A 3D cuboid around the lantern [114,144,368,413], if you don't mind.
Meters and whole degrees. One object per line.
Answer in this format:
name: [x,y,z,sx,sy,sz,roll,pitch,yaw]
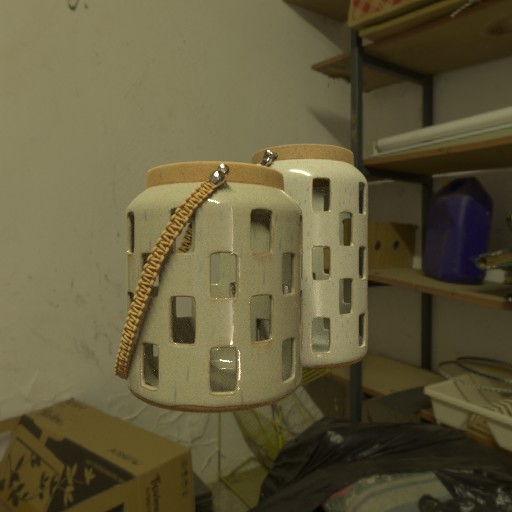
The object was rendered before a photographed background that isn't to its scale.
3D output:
lantern: [0.000,0.000,0.499,0.184,0.255,0.347,0,0,36]
